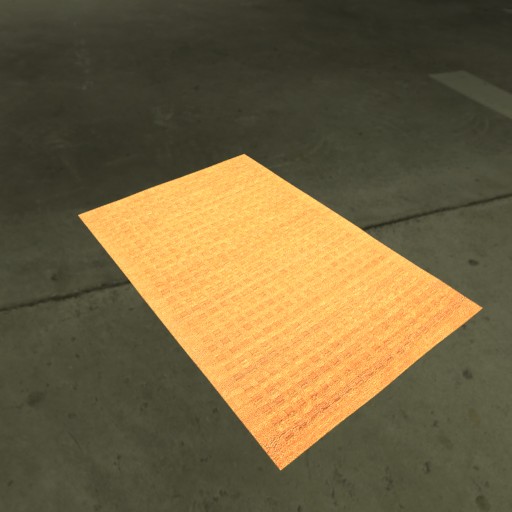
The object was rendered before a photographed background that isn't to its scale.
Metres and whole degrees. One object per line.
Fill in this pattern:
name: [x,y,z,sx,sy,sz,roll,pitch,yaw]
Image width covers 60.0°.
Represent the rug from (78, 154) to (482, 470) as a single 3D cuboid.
rug: [0.000,0.000,2.186,1.143,0.006,1.747,-27,48,-27]
